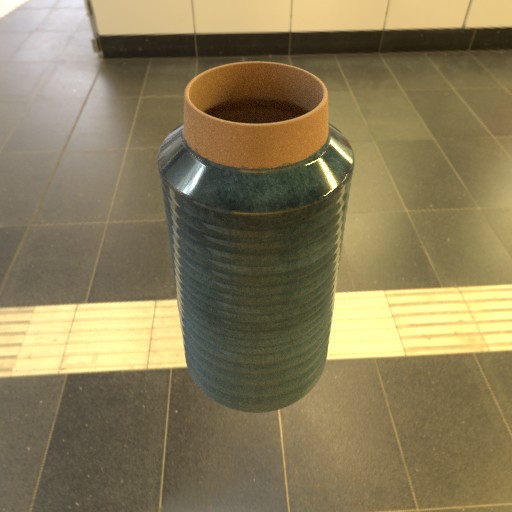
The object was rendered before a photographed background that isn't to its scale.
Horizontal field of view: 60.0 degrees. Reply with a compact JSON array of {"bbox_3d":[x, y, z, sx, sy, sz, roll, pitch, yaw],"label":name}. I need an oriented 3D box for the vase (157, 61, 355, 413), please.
[{"bbox_3d":[0.000,0.000,0.408,0.163,0.316,0.163,0,45,0],"label":"vase"}]
